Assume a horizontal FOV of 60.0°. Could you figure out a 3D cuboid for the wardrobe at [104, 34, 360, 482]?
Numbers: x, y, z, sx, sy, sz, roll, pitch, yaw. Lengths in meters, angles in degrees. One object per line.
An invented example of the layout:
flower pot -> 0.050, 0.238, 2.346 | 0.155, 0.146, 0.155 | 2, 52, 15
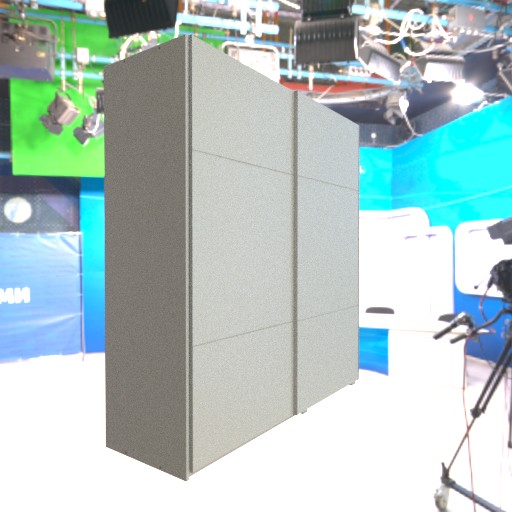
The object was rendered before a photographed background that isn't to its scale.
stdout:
wardrobe -> 0.000, 0.000, 2.810 | 0.629, 1.960, 1.780 | 1, 1, 36
